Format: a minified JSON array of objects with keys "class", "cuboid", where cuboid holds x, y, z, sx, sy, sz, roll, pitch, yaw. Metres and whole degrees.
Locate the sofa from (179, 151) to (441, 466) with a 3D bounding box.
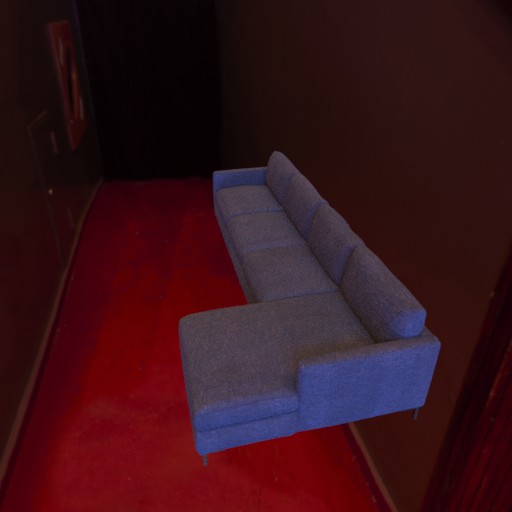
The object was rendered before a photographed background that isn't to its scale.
[{"class":"sofa","cuboid":[0.000,0.000,3.506,1.350,0.810,2.932,-7,31,-11]}]
